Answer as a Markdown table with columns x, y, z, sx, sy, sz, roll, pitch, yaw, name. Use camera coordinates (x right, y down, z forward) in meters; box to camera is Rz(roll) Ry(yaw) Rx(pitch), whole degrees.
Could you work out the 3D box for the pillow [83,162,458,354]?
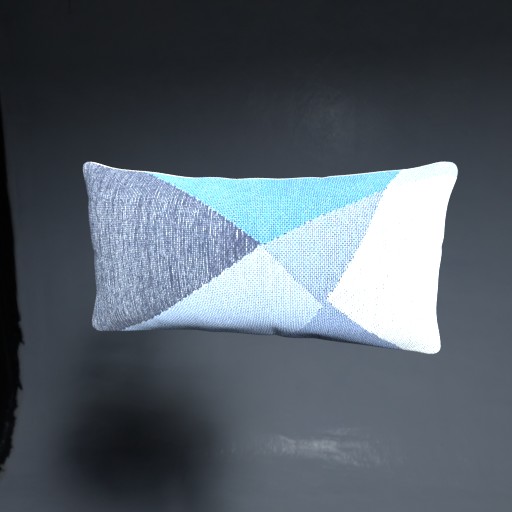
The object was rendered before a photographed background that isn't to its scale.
| x | y | z | sx | sy | sz | roll | pitch | yaw | name |
| --- | --- | --- | --- | --- | --- | --- | --- | --- | --- |
| 0.000 | 0.000 | 0.731 | 0.604 | 0.307 | 0.148 | 2 | 14 | 9 | pillow |
